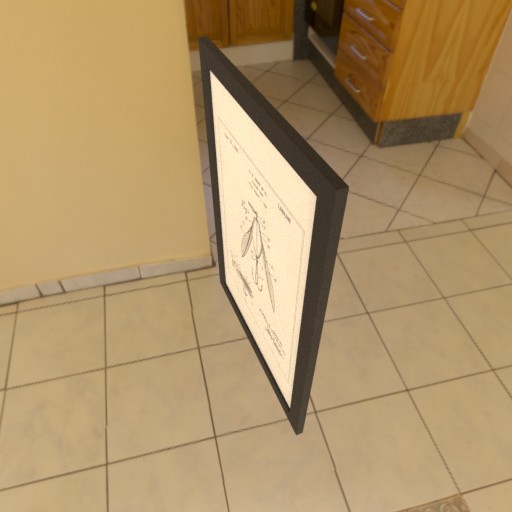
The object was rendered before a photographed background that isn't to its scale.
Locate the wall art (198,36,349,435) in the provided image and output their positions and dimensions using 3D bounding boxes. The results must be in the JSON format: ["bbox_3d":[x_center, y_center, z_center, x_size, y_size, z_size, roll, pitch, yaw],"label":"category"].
[{"bbox_3d":[0.000,0.000,0.700,0.013,0.534,0.380,-17,49,-16],"label":"wall art"}]
